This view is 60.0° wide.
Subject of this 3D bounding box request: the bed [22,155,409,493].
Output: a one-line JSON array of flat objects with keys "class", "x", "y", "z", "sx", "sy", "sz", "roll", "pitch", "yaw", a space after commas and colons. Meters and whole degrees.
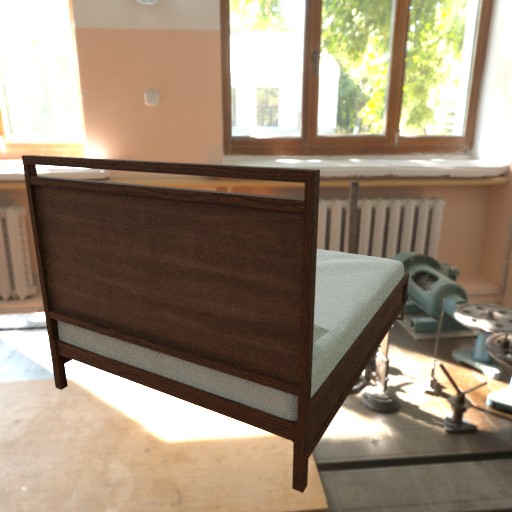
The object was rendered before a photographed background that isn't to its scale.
[{"class": "bed", "x": 0.000, "y": 0.000, "z": 3.201, "sx": 1.765, "sy": 1.487, "sz": 2.218, "roll": 9, "pitch": 19, "yaw": 28}]
